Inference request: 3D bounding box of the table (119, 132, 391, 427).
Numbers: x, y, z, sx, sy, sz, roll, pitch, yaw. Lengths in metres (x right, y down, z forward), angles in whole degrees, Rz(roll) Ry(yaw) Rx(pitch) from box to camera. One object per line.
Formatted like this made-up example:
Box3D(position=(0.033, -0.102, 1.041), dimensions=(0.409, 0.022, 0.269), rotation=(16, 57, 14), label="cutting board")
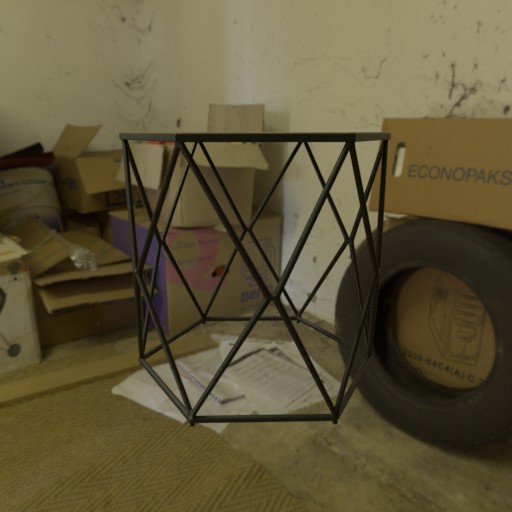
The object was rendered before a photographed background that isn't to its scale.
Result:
Box3D(position=(0.000, 0.000, 1.049), dimensions=(0.579, 0.564, 0.578), rotation=(8, 18, 26), label="table")
